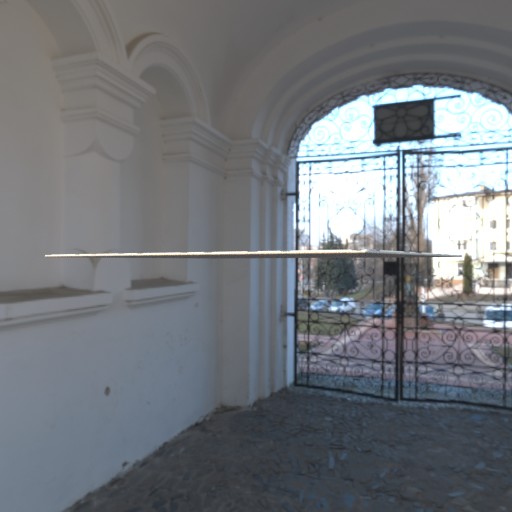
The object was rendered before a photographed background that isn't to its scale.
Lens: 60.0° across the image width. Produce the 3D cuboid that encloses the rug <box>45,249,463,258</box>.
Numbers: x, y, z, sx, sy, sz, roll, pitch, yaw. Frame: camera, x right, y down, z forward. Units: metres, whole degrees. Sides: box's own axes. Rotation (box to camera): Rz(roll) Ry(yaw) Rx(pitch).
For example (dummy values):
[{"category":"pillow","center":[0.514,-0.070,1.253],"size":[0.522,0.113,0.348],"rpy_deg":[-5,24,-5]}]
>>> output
[{"category":"rug","center":[0.000,0.000,3.864],"size":[2.910,0.021,2.211],"rpy_deg":[-1,-1,36]}]
